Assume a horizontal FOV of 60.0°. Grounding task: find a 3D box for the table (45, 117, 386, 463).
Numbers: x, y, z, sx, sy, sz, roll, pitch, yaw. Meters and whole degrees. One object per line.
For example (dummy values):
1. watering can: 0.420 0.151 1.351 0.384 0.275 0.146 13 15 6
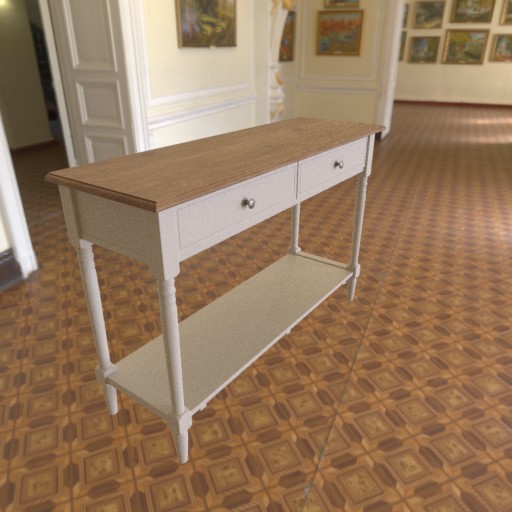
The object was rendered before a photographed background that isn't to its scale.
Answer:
1. table: 0.000 0.000 1.595 0.399 0.800 1.219 17 30 32
